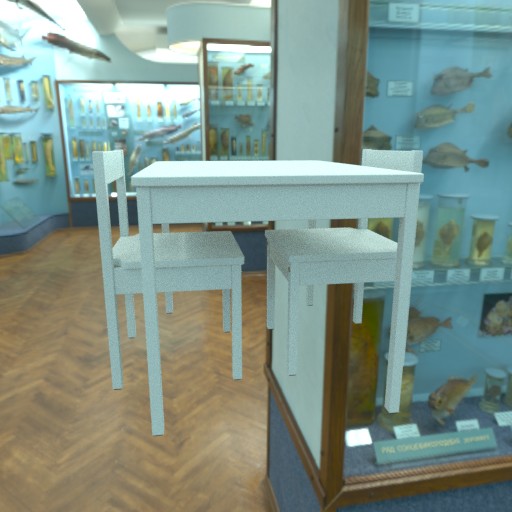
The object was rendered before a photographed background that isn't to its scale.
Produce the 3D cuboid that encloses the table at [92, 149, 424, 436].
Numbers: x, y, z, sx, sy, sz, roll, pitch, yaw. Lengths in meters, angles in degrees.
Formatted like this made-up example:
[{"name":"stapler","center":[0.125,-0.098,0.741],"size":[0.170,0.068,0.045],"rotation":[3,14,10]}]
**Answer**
[{"name":"table","center":[0.000,0.000,1.082],"size":[0.672,0.503,0.650],"rotation":[-2,14,-9]}]
